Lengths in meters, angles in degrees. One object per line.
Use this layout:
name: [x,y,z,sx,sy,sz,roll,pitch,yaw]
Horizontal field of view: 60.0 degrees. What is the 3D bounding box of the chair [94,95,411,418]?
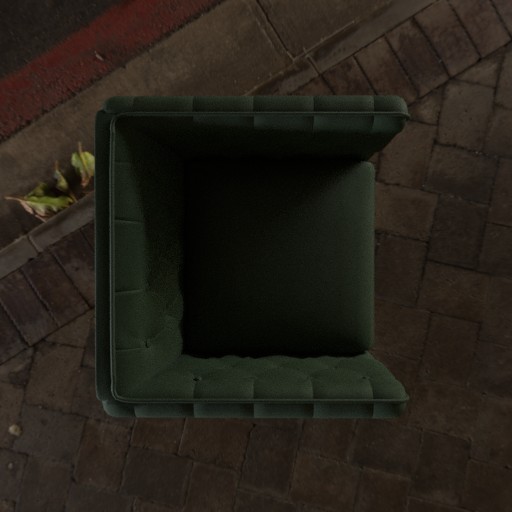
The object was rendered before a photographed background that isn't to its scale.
chair: [0.000,0.000,1.551,0.855,0.768,0.917,0,91,1]
